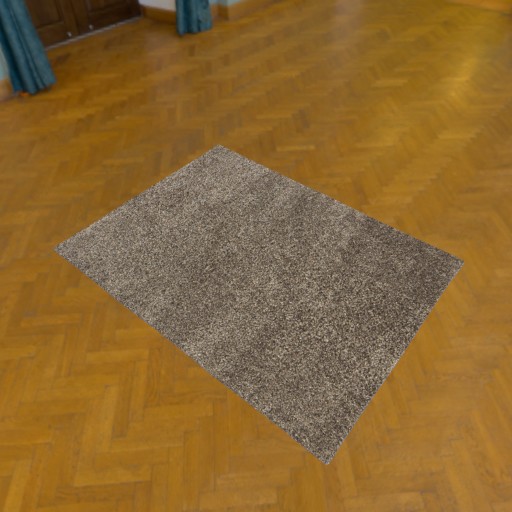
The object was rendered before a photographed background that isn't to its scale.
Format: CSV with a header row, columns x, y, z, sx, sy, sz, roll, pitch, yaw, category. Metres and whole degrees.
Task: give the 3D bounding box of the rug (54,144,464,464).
x,y,z,sx,sy,sz,roll,pitch,yaw,category
0.000,0.000,2.155,1.601,0.025,1.198,31,54,26,rug
